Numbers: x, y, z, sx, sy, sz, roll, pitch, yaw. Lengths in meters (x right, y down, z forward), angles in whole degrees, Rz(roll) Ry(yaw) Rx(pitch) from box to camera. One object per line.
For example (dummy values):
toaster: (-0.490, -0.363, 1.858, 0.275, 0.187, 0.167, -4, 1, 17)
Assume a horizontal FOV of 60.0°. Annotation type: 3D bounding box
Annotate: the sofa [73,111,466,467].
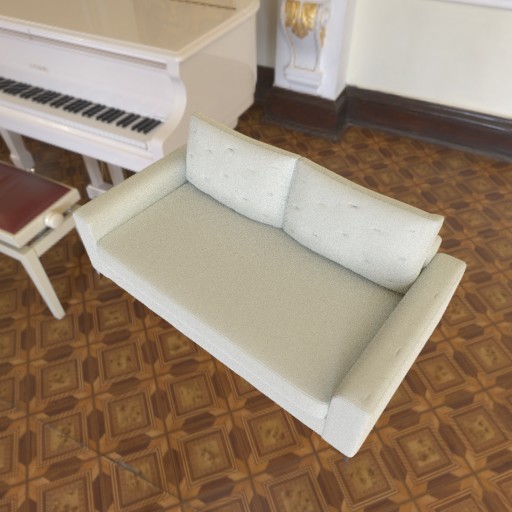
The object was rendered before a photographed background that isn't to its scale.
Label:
sofa: (0.000, 0.000, 2.122, 1.650, 0.790, 0.920, 30, 53, 26)
